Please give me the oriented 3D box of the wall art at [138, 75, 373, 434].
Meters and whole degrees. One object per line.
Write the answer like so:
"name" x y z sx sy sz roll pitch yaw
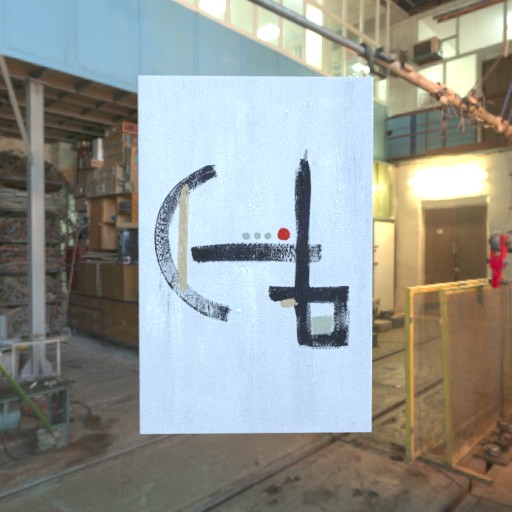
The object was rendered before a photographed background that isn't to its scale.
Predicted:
"wall art" 0.000 0.000 1.156 0.602 0.916 0.048 0 1 -1
